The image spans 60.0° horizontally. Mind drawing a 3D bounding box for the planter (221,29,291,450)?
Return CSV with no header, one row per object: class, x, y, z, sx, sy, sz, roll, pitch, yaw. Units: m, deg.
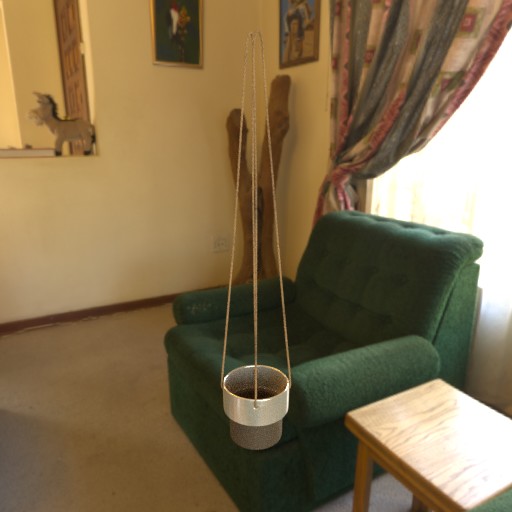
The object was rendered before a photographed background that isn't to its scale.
planter,0.000,0.000,1.158,0.187,1.073,0.187,15,21,43
